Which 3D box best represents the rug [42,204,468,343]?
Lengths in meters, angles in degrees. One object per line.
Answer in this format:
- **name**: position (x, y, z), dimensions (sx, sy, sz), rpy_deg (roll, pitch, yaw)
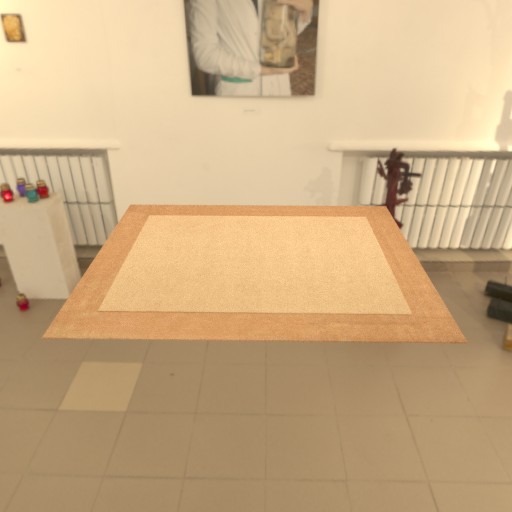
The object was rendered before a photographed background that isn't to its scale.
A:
- **rug**: position (0.000, 0.000, 4.225), dimensions (3.048, 0.014, 2.438), rpy_deg (0, 30, 1)
